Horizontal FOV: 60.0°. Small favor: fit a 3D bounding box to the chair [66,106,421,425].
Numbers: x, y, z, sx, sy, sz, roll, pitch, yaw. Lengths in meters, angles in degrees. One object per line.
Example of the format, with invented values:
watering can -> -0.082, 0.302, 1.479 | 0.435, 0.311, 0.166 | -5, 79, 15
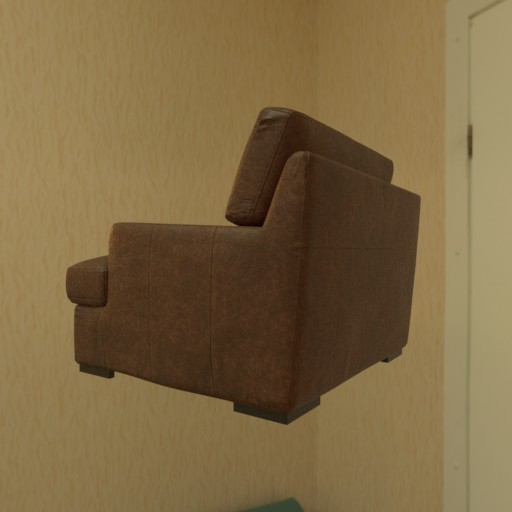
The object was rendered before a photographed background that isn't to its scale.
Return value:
chair -> 0.000, 0.000, 1.948 | 1.143, 0.939, 1.168 | 0, 0, 35
